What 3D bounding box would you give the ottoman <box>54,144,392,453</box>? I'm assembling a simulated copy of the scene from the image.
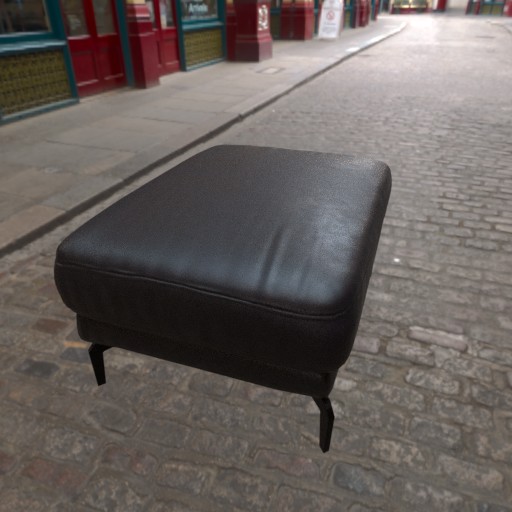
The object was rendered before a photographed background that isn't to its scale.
[{"bbox_3d":[0.000,0.000,1.094,0.570,0.402,0.764,10,31,17],"label":"ottoman"}]
